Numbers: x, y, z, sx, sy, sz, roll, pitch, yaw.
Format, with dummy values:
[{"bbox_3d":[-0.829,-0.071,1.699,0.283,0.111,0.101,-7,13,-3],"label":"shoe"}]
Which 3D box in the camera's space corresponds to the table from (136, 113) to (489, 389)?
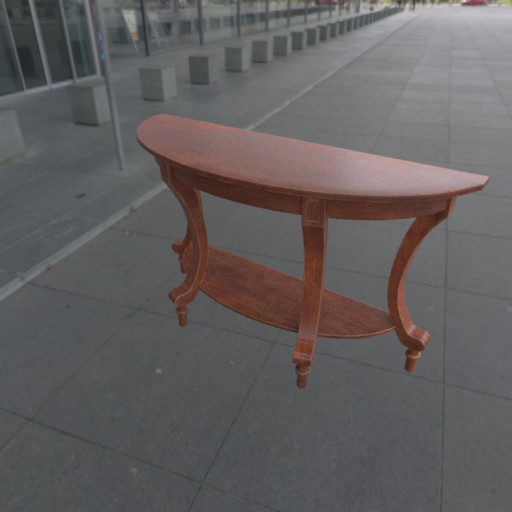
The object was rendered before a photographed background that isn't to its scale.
[{"bbox_3d":[0.000,0.000,1.482,1.198,0.699,0.394,20,36,30],"label":"table"}]
